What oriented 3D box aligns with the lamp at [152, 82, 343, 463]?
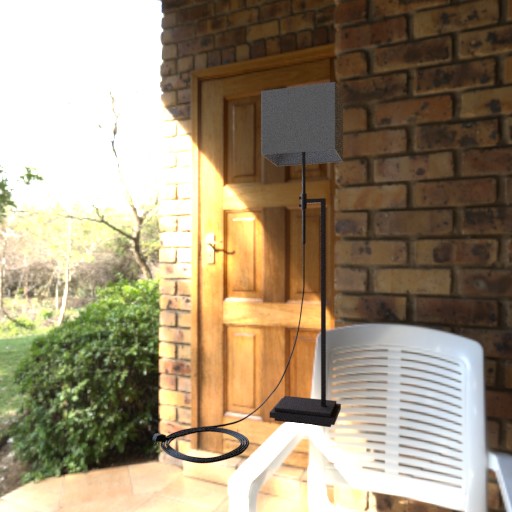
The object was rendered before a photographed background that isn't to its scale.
[{"bbox_3d":[0.000,0.000,2.036,0.698,1.600,0.774,0,-1,18],"label":"lamp"}]
